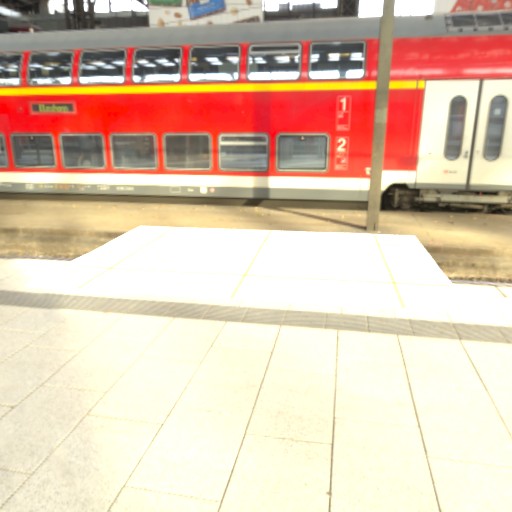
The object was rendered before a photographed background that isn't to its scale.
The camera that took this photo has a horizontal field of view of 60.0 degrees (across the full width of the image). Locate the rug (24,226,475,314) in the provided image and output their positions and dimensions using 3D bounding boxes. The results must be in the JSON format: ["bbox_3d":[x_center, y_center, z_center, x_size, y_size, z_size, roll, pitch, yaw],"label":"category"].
[{"bbox_3d":[0.000,0.000,2.342,1.825,0.015,1.232,3,16,9],"label":"rug"}]
